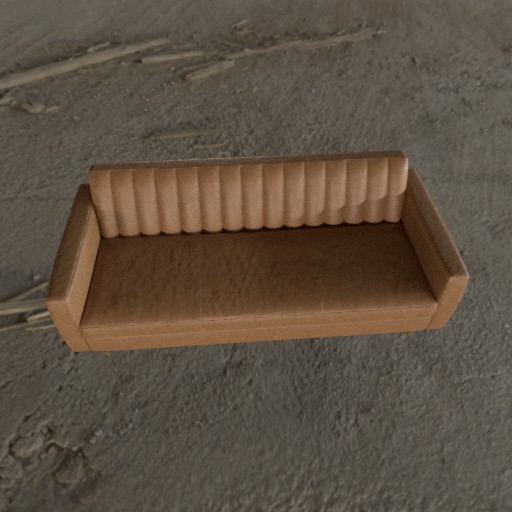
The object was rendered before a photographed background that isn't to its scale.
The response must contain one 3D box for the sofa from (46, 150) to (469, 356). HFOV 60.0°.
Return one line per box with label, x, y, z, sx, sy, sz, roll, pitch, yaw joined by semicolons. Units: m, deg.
sofa;0.000;0.000;2.779;2.291;0.821;0.990;-3;48;-3
